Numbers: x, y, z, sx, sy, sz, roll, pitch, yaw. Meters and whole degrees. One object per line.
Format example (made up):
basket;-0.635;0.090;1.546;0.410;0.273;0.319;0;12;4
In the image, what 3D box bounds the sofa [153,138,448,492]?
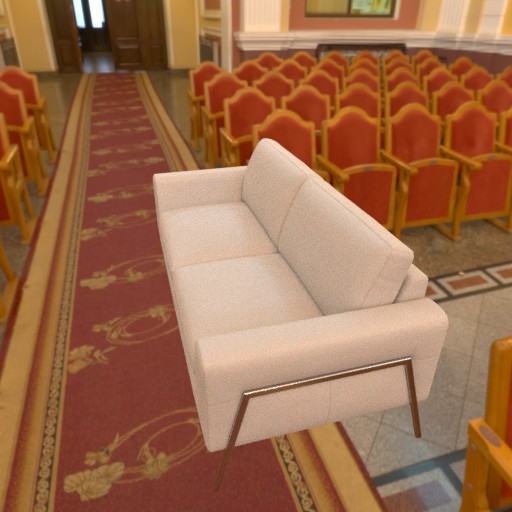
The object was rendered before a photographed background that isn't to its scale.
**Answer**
sofa;0.000;0.000;2.459;0.953;0.875;2.017;-8;30;-14
